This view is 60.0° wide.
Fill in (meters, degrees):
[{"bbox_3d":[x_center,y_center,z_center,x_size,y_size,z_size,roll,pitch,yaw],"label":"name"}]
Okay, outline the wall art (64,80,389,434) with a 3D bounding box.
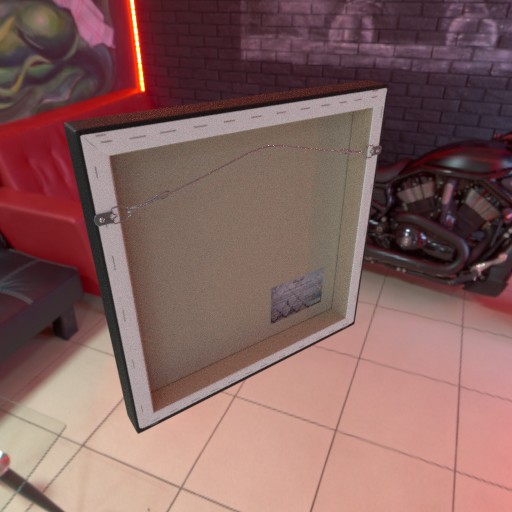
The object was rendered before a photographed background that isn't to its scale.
[{"bbox_3d":[0.000,0.000,0.599,0.406,0.407,0.041,-19,36,-29],"label":"wall art"}]
